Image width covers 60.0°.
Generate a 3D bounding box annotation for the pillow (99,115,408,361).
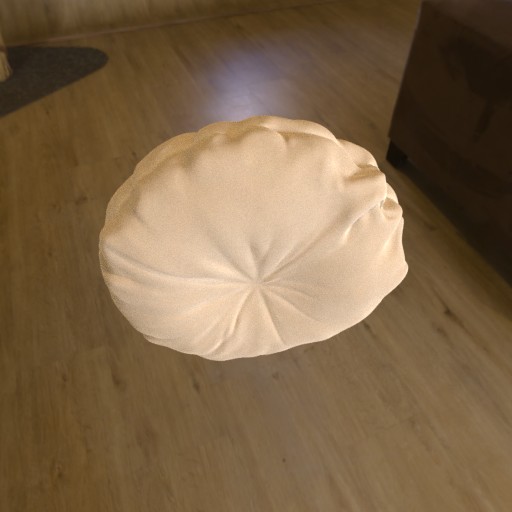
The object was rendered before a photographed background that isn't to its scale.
[{"bbox_3d":[0.000,0.000,0.628,0.428,0.407,0.148,-4,47,-4],"label":"pillow"}]
